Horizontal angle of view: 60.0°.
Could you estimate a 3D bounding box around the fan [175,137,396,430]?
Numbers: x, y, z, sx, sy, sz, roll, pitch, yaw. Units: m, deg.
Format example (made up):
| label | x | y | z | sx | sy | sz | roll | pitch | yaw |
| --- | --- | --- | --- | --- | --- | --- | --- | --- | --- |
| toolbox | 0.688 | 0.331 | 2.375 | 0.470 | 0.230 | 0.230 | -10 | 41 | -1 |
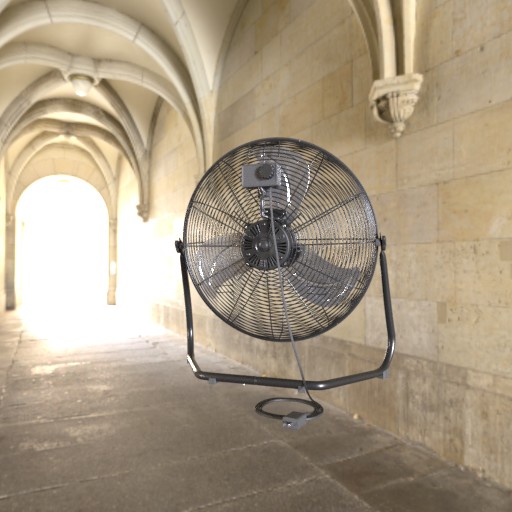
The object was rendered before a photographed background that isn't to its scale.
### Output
| label | x | y | z | sx | sy | sz | roll | pitch | yaw |
| --- | --- | --- | --- | --- | --- | --- | --- | --- | --- |
| fan | 0.000 | 0.000 | 1.020 | 0.595 | 0.605 | 0.470 | -1 | -2 | 19 |
